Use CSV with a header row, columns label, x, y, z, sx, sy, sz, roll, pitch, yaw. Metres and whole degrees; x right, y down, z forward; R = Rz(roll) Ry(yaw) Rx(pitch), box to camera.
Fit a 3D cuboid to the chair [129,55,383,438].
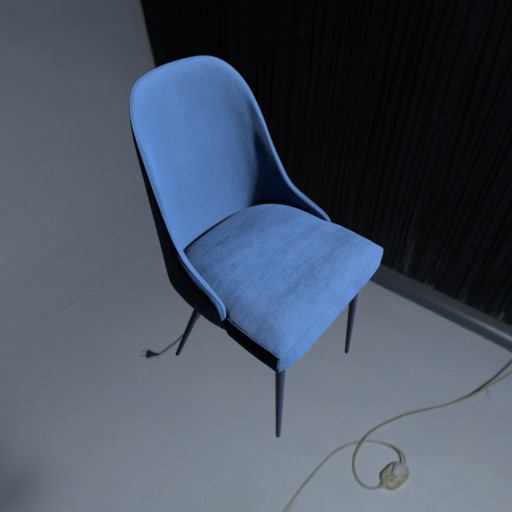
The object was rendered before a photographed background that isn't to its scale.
label,x,y,z,sx,sy,sz,roll,pitch,yaw
chair,0.000,0.000,1.215,0.559,0.896,0.478,30,51,28
